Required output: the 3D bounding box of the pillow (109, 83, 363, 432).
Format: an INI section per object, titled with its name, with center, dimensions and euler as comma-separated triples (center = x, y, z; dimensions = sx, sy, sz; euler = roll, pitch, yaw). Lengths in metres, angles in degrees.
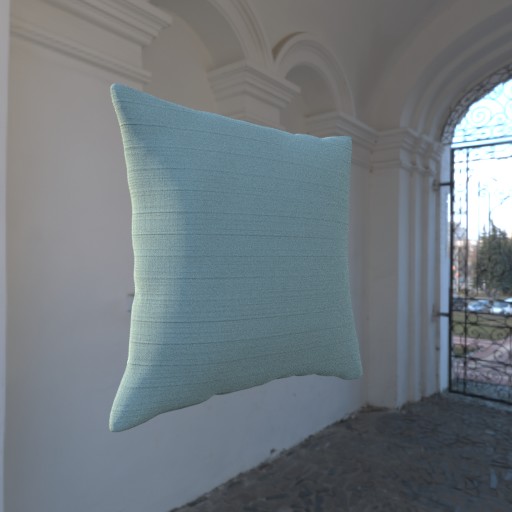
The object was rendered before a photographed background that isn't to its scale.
[pillow]
center = 0.000, 0.000, 0.717
dimensions = 0.470, 0.464, 0.175
euler = 0, 0, -36
